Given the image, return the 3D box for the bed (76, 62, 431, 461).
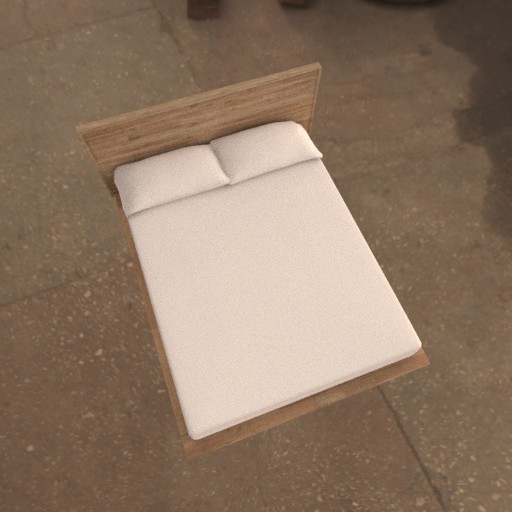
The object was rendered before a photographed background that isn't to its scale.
[{"bbox_3d":[0.000,0.000,3.108,1.759,1.071,2.145,-18,65,-9],"label":"bed"}]
